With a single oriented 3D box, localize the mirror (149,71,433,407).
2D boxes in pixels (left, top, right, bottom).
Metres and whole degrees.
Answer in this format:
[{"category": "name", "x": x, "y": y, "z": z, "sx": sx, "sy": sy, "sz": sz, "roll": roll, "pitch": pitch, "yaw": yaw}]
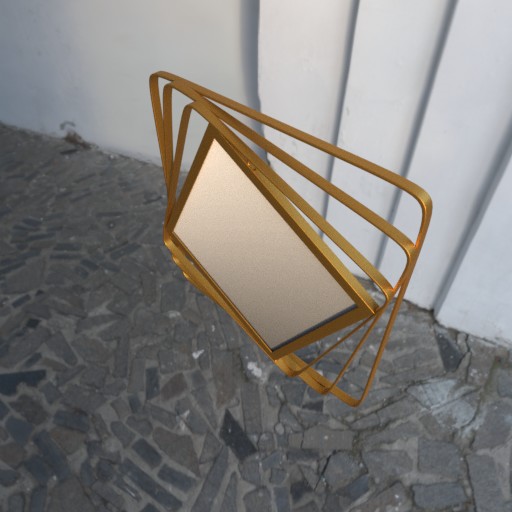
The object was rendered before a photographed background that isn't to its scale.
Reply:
[{"category": "mirror", "x": 0.000, "y": 0.000, "z": 0.707, "sx": 0.470, "sy": 0.468, "sz": 0.045, "roll": 34, "pitch": 54, "yaw": 29}]
